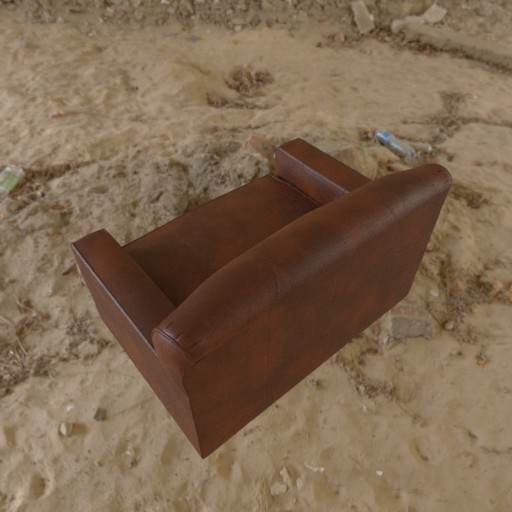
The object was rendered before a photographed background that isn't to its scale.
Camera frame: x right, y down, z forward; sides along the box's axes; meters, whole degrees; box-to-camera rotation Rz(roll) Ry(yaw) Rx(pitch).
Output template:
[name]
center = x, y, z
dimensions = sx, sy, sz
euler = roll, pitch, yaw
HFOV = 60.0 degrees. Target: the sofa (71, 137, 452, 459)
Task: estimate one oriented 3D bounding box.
[sofa]
center = 0.000, 0.000, 2.105
dimensions = 1.413, 0.956, 1.000
euler = -31, 53, -26
